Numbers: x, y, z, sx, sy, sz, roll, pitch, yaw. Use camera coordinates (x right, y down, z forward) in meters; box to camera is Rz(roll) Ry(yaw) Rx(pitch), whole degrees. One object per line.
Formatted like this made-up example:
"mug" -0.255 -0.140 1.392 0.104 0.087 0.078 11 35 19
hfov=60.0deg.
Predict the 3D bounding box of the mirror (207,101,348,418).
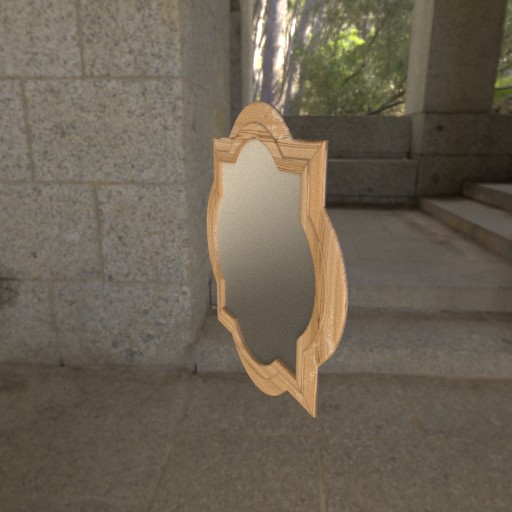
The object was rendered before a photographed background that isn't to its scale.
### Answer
"mirror" 0.000 0.000 1.065 0.019 0.686 0.686 -7 17 -25
